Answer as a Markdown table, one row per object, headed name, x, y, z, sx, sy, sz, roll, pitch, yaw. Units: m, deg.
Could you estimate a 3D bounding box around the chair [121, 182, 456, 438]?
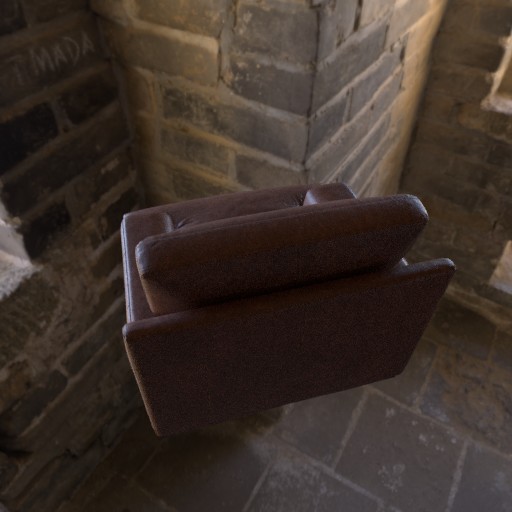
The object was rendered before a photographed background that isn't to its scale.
| name | x | y | z | sx | sy | sz | roll | pitch | yaw |
| --- | --- | --- | --- | --- | --- | --- | --- | --- | --- |
| chair | 0.000 | 0.000 | 1.979 | 1.168 | 0.939 | 1.143 | -11 | 42 | -12 |
